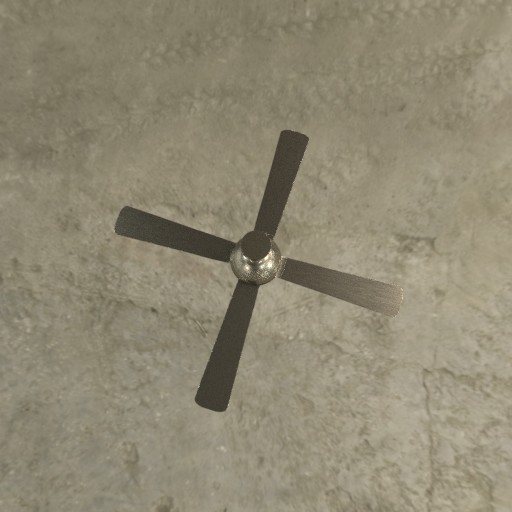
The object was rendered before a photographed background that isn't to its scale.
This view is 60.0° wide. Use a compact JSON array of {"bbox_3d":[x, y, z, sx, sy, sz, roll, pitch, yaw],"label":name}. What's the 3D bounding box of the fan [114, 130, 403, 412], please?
[{"bbox_3d":[0.000,0.000,1.990,1.321,0.381,1.321,37,79,8],"label":"fan"}]
